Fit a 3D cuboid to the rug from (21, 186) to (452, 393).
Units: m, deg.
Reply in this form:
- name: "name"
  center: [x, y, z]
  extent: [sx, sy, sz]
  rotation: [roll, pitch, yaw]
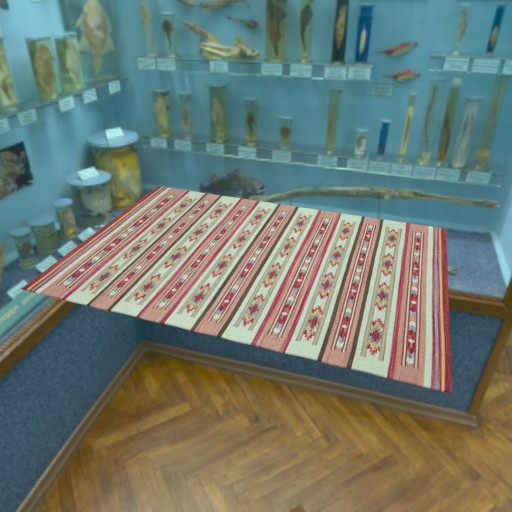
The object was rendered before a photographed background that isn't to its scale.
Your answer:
- name: "rug"
  center: [0.000, 0.000, 2.229]
  extent: [1.817, 0.008, 1.223]
  rotation: [10, 34, 16]
